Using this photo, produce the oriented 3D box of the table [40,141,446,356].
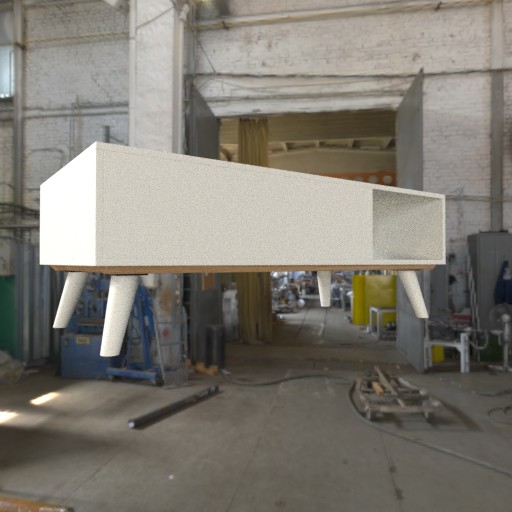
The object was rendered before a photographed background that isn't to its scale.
[{"bbox_3d":[0.000,0.000,1.455,1.194,0.432,0.609,1,-1,-35],"label":"table"}]
